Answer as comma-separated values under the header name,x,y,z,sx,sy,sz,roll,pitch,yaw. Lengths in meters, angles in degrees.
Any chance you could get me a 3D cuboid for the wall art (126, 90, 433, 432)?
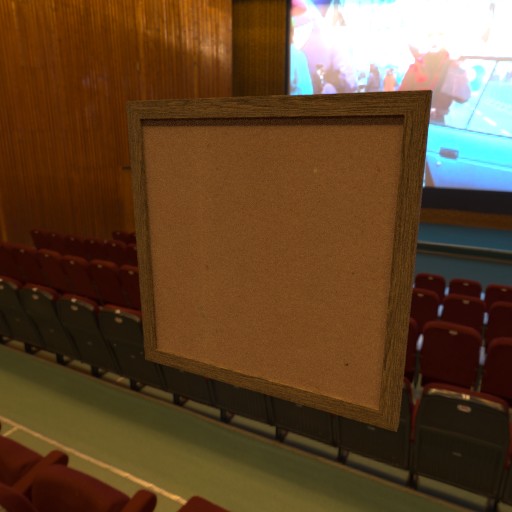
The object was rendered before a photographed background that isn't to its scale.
name,x,y,z,sx,sy,sz,roll,pitch,yaw
wall art,0.000,0.000,0.750,0.508,0.508,0.019,8,18,26
